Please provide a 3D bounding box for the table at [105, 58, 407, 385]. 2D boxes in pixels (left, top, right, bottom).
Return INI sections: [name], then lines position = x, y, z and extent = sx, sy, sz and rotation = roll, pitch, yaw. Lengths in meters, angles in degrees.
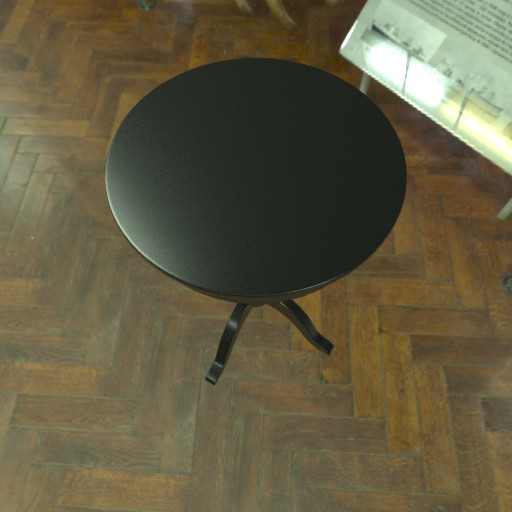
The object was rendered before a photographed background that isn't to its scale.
[table]
position = 0.000, 0.000, 0.997
extent = 0.481, 0.665, 0.481
rotation = 0, 62, 0
